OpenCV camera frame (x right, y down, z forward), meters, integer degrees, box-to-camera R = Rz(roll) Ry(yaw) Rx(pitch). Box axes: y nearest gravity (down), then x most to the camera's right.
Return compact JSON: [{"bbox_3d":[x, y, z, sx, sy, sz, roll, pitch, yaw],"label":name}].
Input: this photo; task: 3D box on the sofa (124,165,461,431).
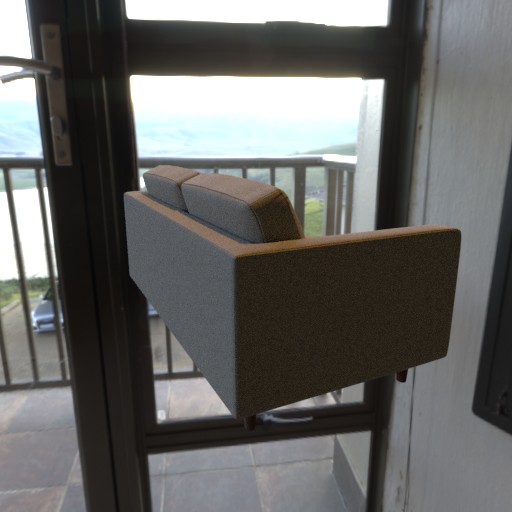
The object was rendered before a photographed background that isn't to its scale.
[{"bbox_3d":[0.000,0.000,2.308,1.000,0.900,1.731,-7,17,-25],"label":"sofa"}]
